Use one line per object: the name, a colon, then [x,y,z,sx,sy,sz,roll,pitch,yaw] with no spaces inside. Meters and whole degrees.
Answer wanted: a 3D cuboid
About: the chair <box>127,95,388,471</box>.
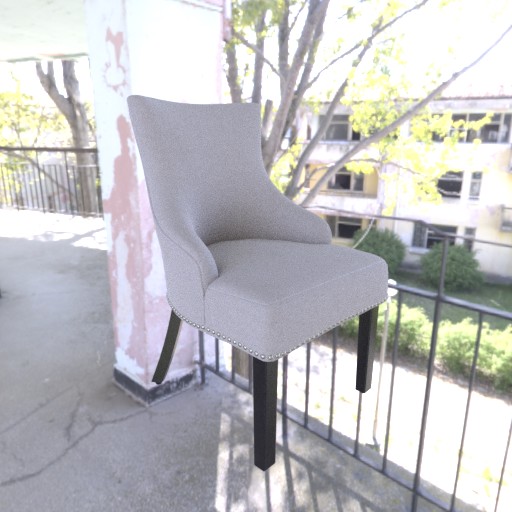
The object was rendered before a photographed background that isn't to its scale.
chair: [0.000,0.000,1.326,0.629,0.909,0.566,14,21,42]
